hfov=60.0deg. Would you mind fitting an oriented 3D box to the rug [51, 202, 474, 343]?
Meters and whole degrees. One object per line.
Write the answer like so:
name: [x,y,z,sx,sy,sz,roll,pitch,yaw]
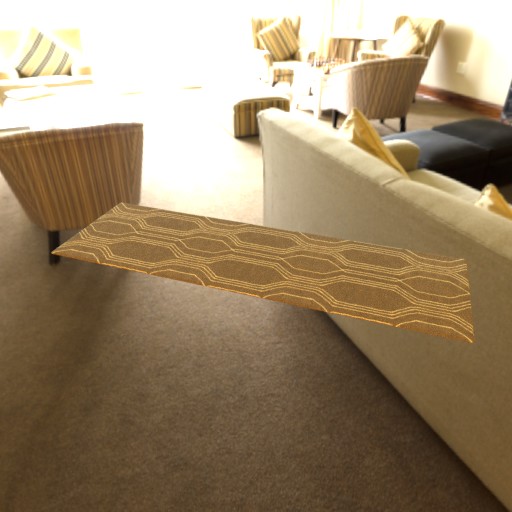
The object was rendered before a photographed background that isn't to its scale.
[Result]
rug: [0.000,0.000,2.754,2.464,0.012,0.773,10,34,16]
